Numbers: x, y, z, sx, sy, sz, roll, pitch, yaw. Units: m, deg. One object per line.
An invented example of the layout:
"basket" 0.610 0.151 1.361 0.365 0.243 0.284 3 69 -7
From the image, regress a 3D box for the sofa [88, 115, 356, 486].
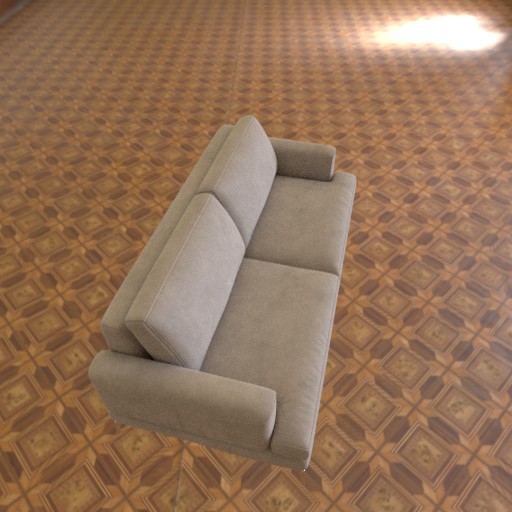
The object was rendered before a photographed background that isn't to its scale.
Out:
"sofa" 0.000 0.000 2.512 0.980 0.830 2.013 10 46 10
